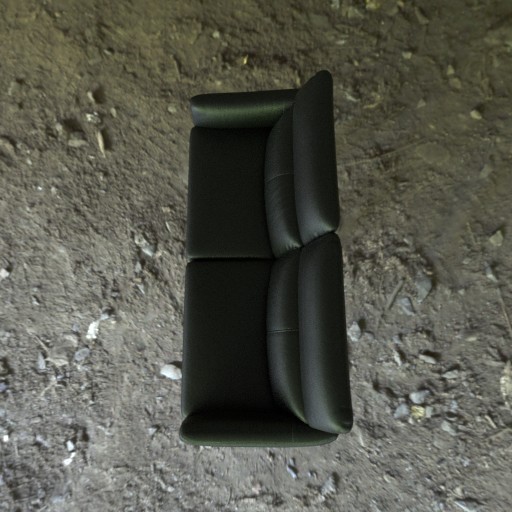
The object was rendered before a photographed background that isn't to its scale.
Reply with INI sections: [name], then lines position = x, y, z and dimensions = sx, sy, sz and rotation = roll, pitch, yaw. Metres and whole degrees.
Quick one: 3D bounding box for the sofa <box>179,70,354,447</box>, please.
[sofa]
position = 0.000, 0.000, 2.598
dimensions = 0.856, 0.957, 2.069
rotation = 0, 75, 0
